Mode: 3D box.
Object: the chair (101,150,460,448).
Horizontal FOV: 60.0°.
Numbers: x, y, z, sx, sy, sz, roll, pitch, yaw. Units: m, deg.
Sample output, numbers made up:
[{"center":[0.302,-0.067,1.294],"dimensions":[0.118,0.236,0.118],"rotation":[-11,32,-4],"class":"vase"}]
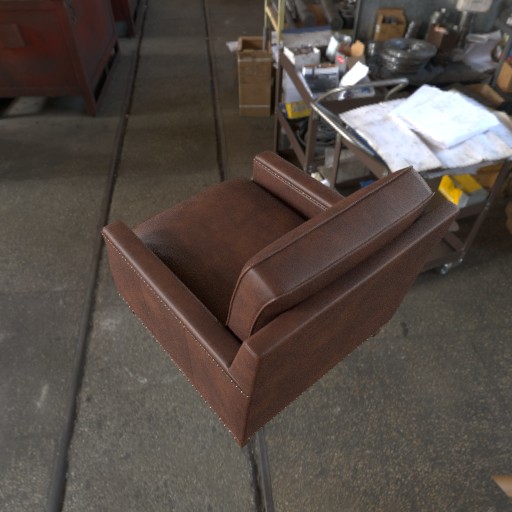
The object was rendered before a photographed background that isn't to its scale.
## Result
[{"center":[0.000,0.000,1.715],"dimensions":[0.853,0.929,1.014],"rotation":[-31,53,-27],"class":"chair"}]
